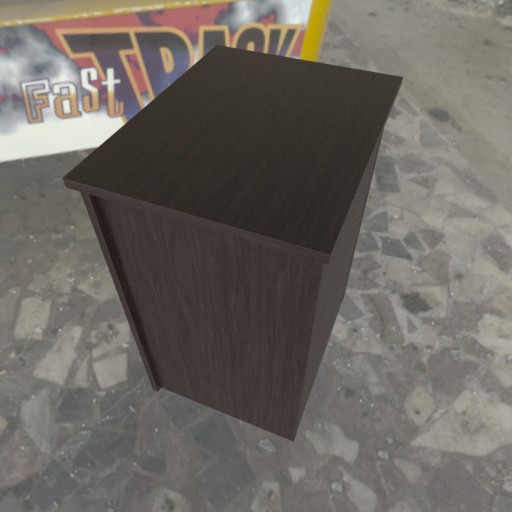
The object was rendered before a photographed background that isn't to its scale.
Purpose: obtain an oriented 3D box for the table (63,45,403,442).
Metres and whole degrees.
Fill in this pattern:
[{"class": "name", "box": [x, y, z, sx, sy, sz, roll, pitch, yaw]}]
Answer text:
[{"class": "table", "box": [0.000, 0.000, 0.936, 0.381, 0.635, 0.480, 17, 49, 15]}]
